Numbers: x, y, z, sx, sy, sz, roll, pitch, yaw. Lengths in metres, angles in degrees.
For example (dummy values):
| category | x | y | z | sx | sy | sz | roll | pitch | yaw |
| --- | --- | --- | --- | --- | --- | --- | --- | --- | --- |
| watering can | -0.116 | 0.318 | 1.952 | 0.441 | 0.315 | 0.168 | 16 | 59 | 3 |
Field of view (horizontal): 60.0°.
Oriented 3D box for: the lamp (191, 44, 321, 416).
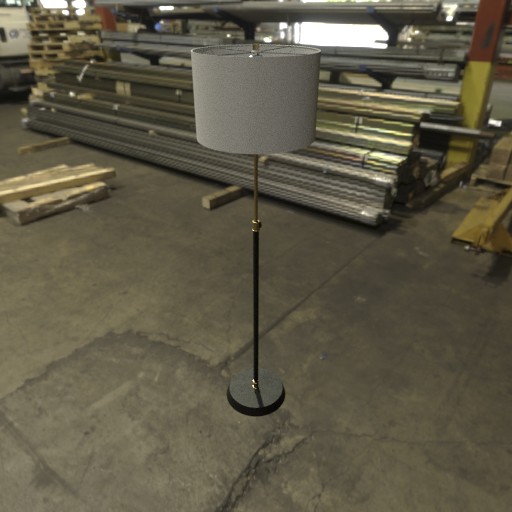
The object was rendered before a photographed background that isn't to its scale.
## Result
| category | x | y | z | sx | sy | sz | roll | pitch | yaw |
| --- | --- | --- | --- | --- | --- | --- | --- | --- | --- |
| lamp | 0.000 | 0.000 | 1.755 | 0.404 | 1.517 | 0.404 | 21 | 36 | 32 |
